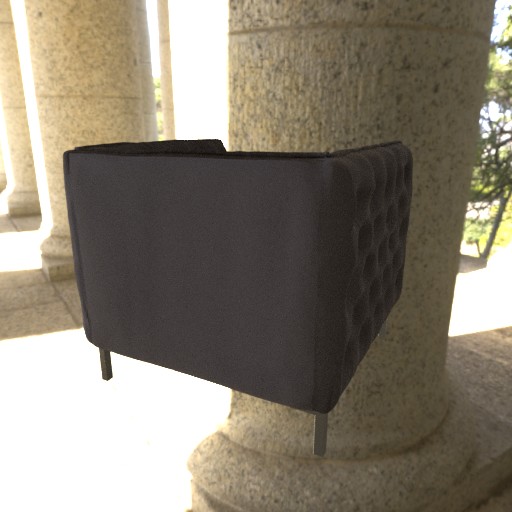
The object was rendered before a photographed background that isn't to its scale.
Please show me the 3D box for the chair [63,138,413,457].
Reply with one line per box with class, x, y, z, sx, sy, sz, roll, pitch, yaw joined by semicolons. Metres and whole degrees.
chair;0.000;0.000;1.617;0.946;0.807;0.913;9;19;26
